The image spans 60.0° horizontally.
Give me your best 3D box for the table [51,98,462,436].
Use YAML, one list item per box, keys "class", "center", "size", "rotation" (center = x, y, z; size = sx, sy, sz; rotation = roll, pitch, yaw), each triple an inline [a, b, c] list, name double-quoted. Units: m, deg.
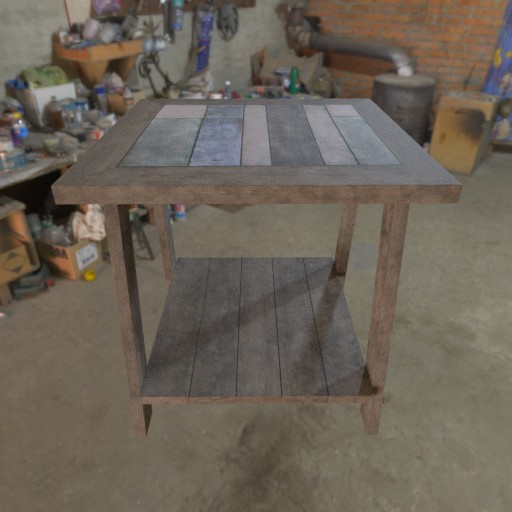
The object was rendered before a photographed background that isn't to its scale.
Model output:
- class: "table"
  center: [0.000, 0.000, 1.074]
  size: [0.610, 0.610, 0.610]
  rotation: [0, 31, 0]
